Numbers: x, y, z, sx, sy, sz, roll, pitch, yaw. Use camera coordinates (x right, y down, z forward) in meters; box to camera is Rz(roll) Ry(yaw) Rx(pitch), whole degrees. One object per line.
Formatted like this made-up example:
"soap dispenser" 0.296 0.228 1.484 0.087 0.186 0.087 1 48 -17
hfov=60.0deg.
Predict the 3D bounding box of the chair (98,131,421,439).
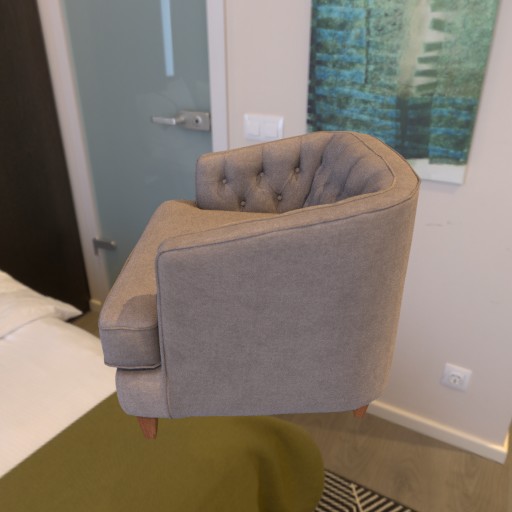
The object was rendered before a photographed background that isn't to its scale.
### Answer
"chair" 0.000 0.000 1.719 0.941 0.852 1.104 0 26 -1
